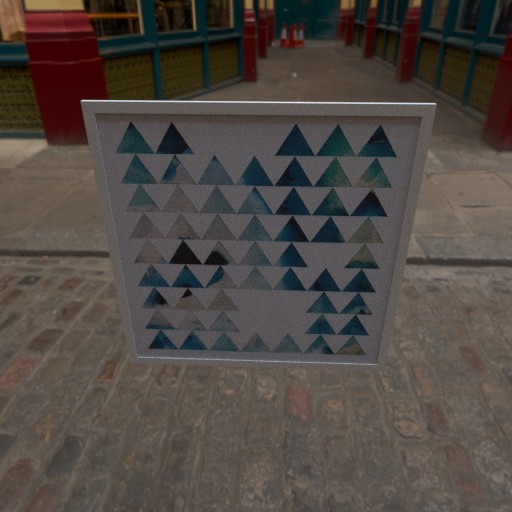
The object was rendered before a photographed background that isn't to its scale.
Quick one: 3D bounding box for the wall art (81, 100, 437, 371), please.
[{"bbox_3d":[0.000,0.000,0.683,0.456,0.456,0.007,1,30,2],"label":"wall art"}]
